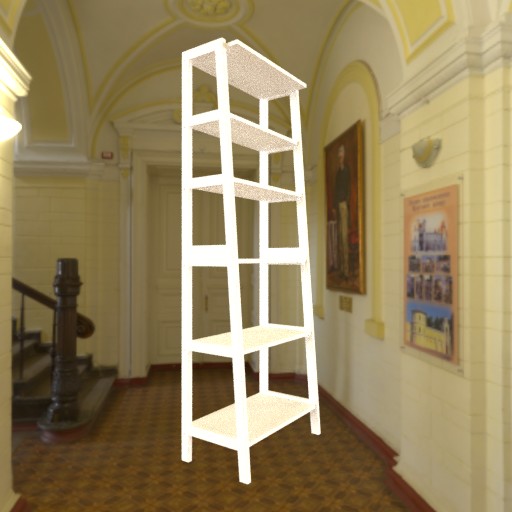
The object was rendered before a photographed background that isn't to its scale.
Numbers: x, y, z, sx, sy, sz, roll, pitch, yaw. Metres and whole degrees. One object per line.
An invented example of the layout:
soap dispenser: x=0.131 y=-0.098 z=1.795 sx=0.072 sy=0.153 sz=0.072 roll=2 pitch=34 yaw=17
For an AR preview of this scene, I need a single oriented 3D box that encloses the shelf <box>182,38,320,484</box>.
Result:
shelf: x=0.000 y=0.000 z=2.213 sx=0.381 sy=1.892 sz=0.660 roll=0 pitch=0 yaw=35
